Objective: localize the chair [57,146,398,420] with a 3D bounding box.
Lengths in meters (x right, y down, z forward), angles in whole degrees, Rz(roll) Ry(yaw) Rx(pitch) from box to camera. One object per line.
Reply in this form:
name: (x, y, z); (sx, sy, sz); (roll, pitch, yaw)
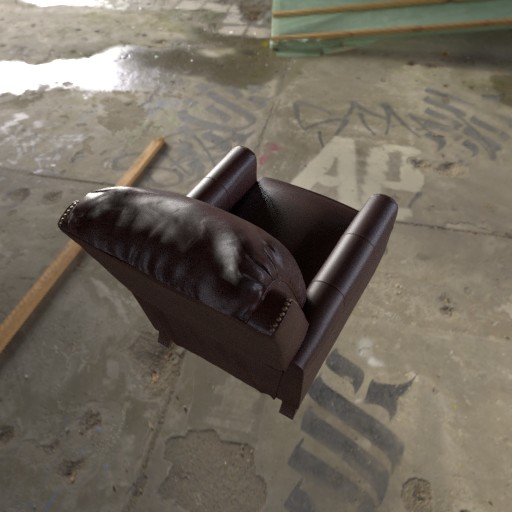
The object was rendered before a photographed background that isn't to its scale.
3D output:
chair: (0.000, 0.000, 1.769); (0.826, 1.022, 1.089); (24, 52, 21)
